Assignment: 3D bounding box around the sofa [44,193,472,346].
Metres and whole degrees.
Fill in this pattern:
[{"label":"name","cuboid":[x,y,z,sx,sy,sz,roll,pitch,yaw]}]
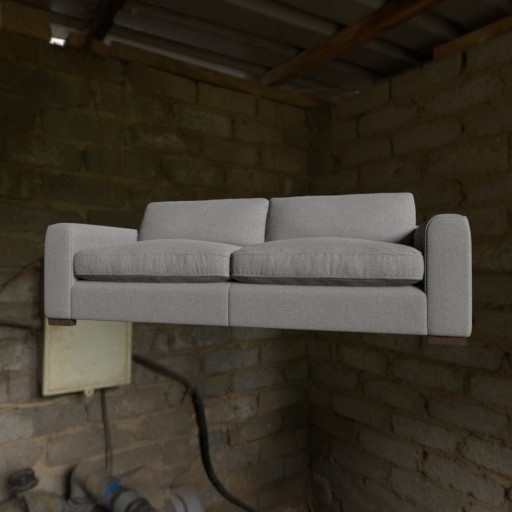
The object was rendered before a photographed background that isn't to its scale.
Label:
[{"label":"sofa","cuboid":[0.000,0.000,2.720,2.262,0.801,1.070,0,0,16]}]
